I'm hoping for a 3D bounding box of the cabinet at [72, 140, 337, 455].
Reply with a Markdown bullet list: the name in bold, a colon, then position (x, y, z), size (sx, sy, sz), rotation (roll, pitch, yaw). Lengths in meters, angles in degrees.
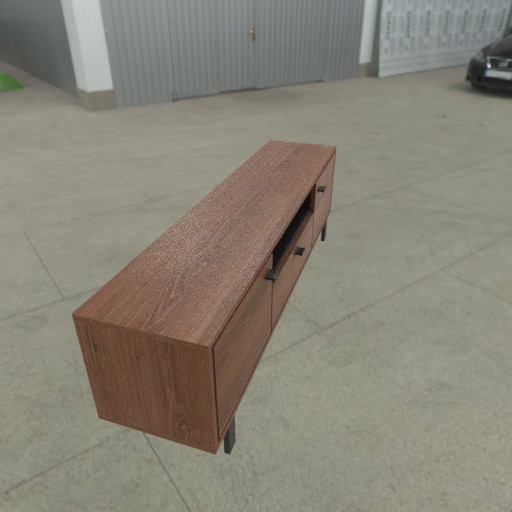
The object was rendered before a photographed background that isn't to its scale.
- **cabinet**: position (0.000, 0.000, 1.840), size (0.400, 0.500, 1.650), rotation (10, 31, 16)
